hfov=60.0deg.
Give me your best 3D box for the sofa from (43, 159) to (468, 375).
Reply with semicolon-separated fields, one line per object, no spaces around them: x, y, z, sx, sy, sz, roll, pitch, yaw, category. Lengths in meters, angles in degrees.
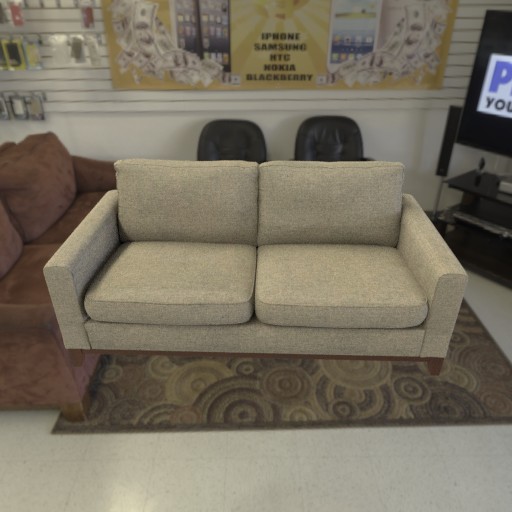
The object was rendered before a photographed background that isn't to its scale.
0.000;0.000;2.490;1.978;0.892;0.969;1;30;2;sofa
